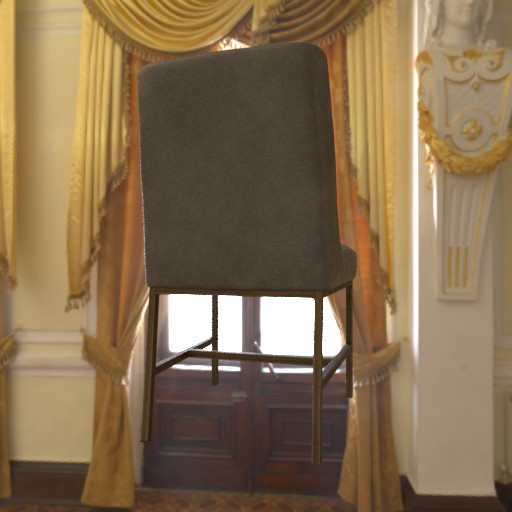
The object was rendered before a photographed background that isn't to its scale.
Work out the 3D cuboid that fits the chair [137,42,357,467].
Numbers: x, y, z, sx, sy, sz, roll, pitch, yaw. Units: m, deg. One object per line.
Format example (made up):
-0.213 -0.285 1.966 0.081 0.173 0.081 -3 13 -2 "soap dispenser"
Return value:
0.000 0.000 1.226 0.508 0.889 0.587 0 0 17 "chair"
